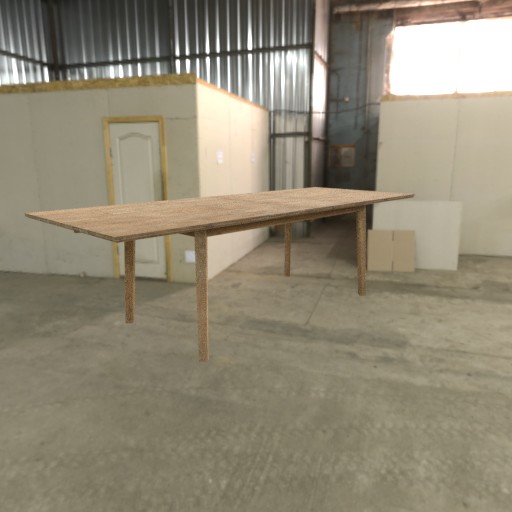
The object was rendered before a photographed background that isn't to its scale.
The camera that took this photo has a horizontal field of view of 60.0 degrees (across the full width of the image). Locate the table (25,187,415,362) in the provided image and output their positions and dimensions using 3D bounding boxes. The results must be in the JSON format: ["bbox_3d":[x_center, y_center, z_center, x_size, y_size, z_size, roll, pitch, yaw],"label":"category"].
[{"bbox_3d":[0.000,0.000,3.079,1.000,0.752,2.603,13,18,43],"label":"table"}]
